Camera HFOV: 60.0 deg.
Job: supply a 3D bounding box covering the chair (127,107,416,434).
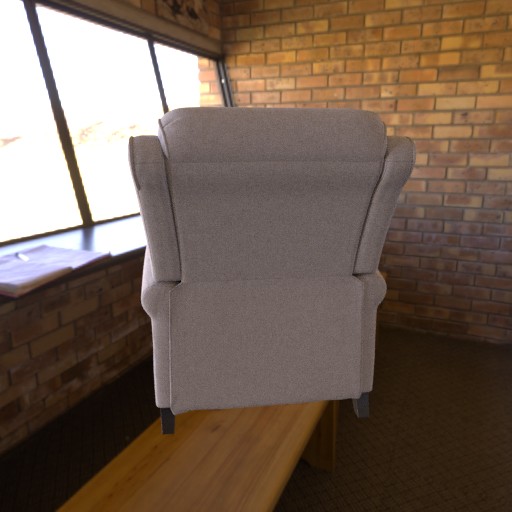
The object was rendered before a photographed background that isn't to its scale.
[{"bbox_3d":[0.000,0.000,1.724,0.859,1.046,0.919,-2,14,-8],"label":"chair"}]
